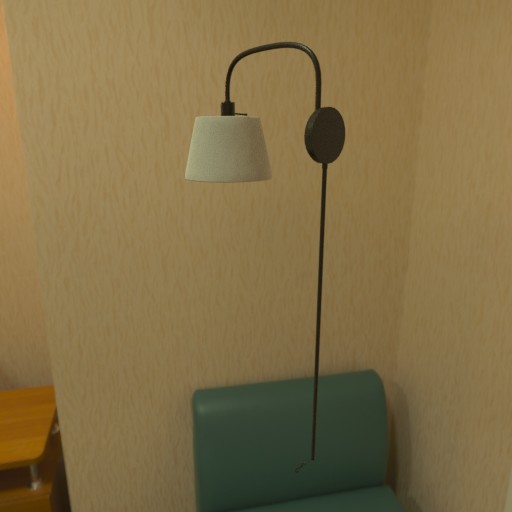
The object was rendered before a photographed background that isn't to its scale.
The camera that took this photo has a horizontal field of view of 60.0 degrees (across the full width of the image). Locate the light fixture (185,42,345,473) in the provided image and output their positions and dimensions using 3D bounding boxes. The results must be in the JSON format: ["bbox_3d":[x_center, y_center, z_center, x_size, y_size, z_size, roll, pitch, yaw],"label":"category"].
[{"bbox_3d":[0.000,0.000,0.461,0.092,0.399,0.176,-14,21,-41],"label":"light fixture"}]
